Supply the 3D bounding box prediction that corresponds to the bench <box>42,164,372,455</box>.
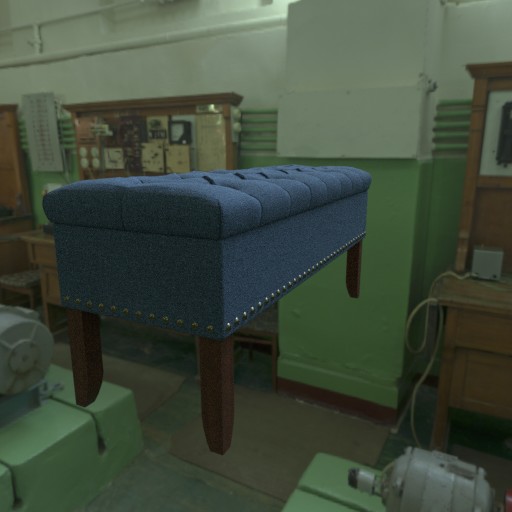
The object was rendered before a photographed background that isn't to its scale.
[{"bbox_3d":[0.000,0.000,1.271,0.417,0.492,1.052,7,15,26],"label":"bench"}]
